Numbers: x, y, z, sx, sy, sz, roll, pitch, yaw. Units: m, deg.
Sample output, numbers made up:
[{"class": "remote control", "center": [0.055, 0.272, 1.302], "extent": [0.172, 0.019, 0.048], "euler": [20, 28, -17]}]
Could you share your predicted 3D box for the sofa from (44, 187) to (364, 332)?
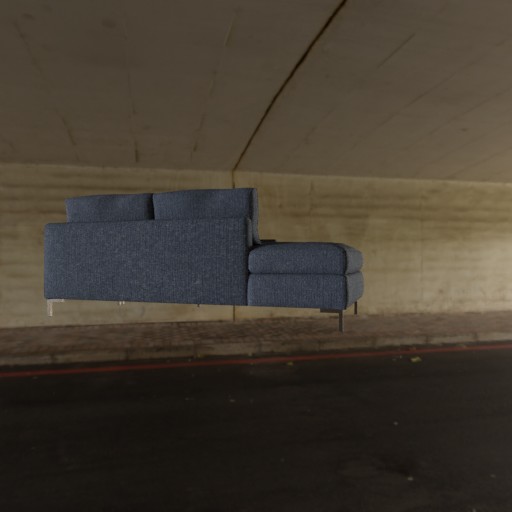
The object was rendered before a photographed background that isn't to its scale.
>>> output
[{"class": "sofa", "center": [0.000, 0.000, 3.978], "extent": [2.007, 0.815, 2.949], "euler": [0, 0, 19]}]
